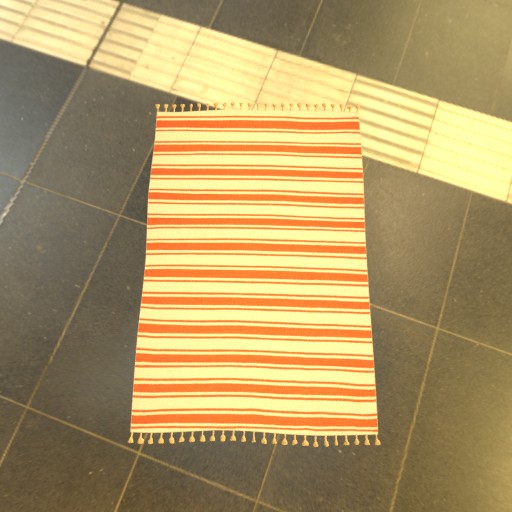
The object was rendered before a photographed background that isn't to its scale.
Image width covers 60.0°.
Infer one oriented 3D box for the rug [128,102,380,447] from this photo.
[{"bbox_3d":[0.000,0.000,3.057,1.556,0.022,2.433,1,74,0],"label":"rug"}]
